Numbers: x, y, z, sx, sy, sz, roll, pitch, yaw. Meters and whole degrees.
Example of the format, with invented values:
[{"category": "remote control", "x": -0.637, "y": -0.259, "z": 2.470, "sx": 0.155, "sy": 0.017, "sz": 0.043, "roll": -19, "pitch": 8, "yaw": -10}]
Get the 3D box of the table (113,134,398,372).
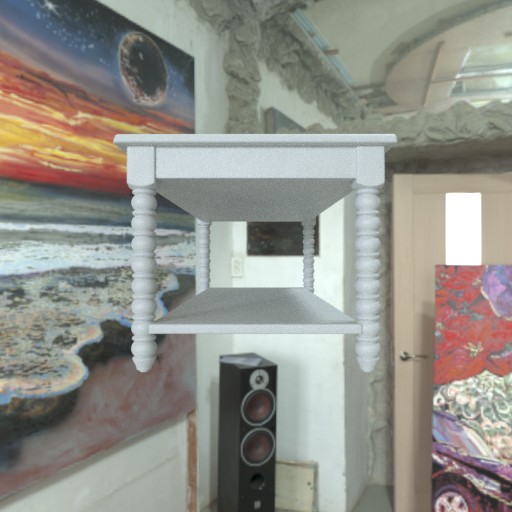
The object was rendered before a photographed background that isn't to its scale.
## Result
[{"category": "table", "x": 0.000, "y": 0.000, "z": 1.469, "sx": 0.580, "sy": 0.487, "sz": 1.171, "roll": 0, "pitch": 0, "yaw": 0}]
